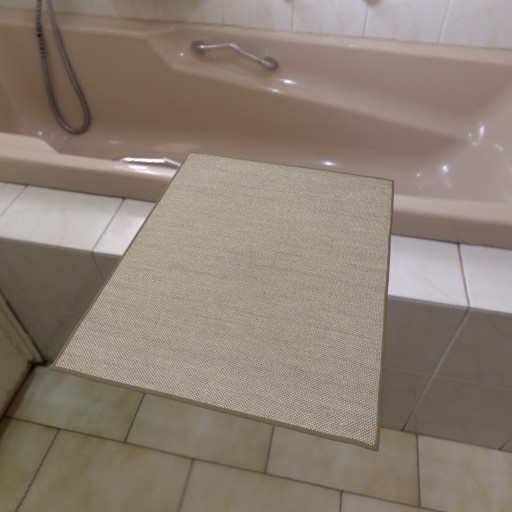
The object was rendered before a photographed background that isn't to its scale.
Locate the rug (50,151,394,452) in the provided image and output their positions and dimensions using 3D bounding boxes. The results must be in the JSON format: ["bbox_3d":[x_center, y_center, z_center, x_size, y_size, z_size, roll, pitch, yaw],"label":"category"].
[{"bbox_3d":[0.000,0.000,4.097,2.413,0.020,3.041,10,47,10],"label":"rug"}]
